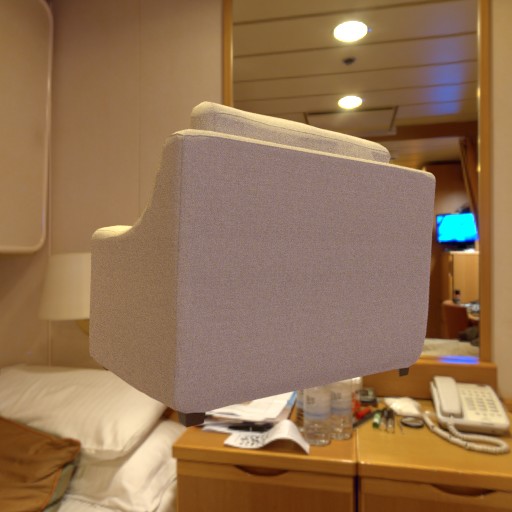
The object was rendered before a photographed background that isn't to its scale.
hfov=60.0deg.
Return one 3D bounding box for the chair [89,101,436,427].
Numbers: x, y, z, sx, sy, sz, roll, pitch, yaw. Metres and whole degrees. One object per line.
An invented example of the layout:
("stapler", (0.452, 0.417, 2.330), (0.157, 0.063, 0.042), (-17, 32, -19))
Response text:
("chair", (0.000, 0.000, 1.925), (1.178, 1.016, 1.009), (0, 0, -35))
